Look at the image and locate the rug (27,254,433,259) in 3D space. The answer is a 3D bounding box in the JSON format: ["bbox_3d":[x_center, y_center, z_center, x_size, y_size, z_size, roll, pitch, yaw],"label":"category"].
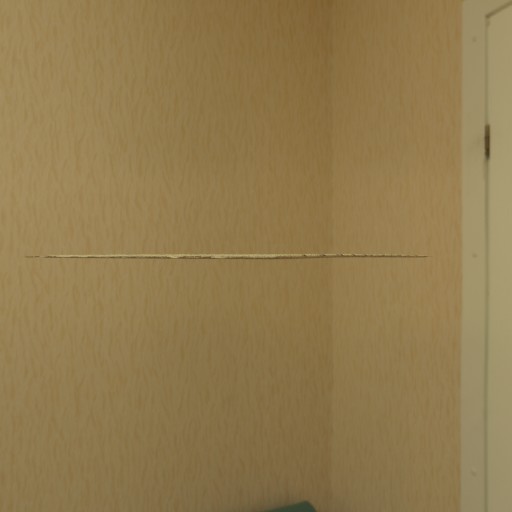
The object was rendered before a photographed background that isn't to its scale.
[{"bbox_3d":[0.000,0.000,4.204,2.388,0.030,3.213,0,0,37],"label":"rug"}]
